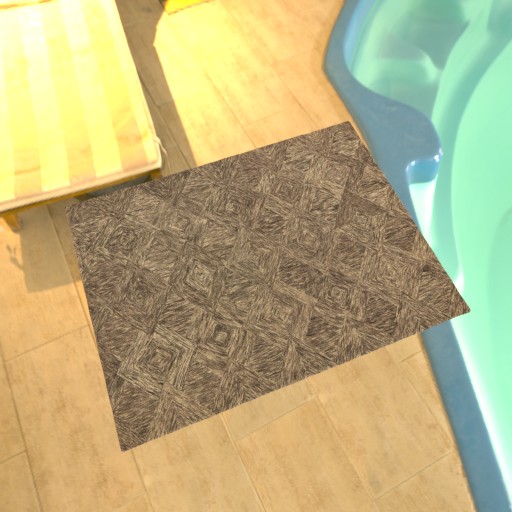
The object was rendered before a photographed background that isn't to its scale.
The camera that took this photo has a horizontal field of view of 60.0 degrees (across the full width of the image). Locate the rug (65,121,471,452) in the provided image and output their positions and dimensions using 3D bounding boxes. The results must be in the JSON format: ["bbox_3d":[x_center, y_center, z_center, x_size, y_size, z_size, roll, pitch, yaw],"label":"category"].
[{"bbox_3d":[0.000,0.000,4.224,3.204,0.017,2.448,-19,65,-9],"label":"rug"}]
